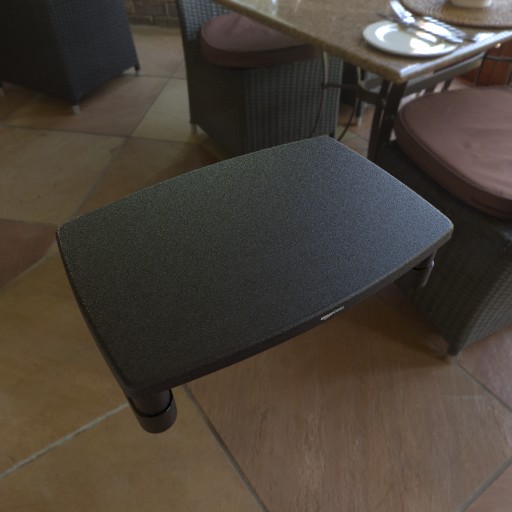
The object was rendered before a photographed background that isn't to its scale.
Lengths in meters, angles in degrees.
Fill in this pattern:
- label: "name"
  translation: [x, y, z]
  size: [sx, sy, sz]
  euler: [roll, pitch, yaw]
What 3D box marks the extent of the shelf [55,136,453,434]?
- label: "shelf"
  translation: [0.000, 0.000, 0.537]
  size: [0.410, 0.100, 0.280]
  euler: [-24, 49, -22]
